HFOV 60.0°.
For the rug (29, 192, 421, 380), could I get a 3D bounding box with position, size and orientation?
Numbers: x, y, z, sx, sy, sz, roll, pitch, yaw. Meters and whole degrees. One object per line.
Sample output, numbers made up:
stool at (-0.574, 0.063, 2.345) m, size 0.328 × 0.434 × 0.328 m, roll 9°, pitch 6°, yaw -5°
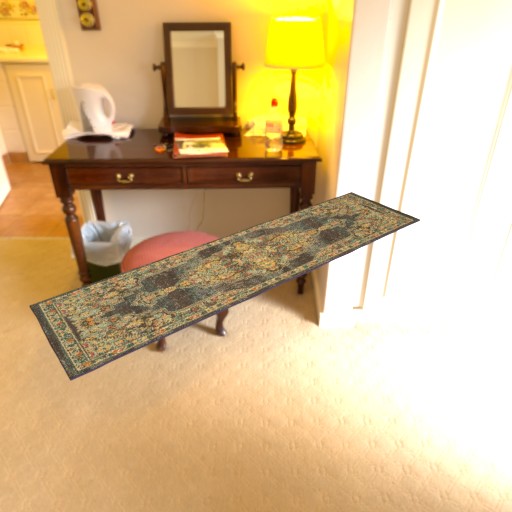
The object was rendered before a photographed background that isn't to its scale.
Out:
rug at (0.000, 0.000, 2.513) m, size 2.283 × 0.016 × 0.602 m, roll -22°, pitch 37°, yaw -32°
